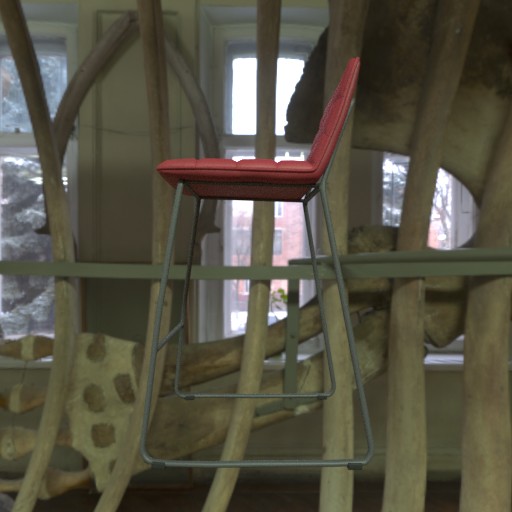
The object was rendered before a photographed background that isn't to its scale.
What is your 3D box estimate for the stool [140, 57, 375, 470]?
[{"bbox_3d":[0.000,0.000,1.211,0.524,0.937,0.489,0,0,0],"label":"stool"}]
